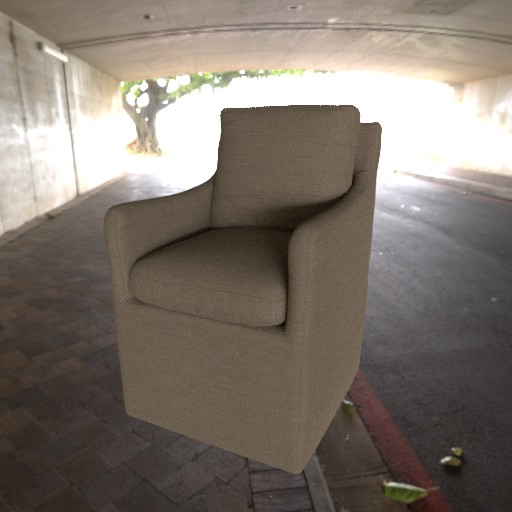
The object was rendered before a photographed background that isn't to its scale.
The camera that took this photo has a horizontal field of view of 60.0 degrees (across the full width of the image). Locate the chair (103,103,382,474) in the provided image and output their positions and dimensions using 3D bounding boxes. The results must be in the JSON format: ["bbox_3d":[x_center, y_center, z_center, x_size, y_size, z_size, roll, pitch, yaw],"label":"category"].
[{"bbox_3d":[0.000,0.000,1.381,0.626,0.914,0.694,8,17,25],"label":"chair"}]
